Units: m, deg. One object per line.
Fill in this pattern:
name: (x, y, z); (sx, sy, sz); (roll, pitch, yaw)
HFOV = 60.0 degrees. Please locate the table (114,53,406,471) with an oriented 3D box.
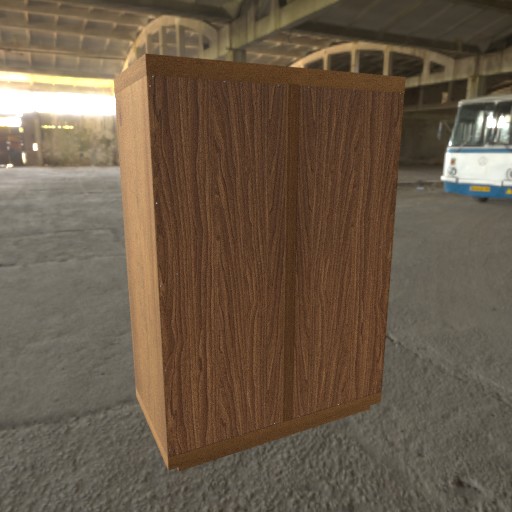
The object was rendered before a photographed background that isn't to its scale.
table: (0.000, 0.000, 1.724); (0.901, 1.294, 0.524); (-7, 15, -26)
